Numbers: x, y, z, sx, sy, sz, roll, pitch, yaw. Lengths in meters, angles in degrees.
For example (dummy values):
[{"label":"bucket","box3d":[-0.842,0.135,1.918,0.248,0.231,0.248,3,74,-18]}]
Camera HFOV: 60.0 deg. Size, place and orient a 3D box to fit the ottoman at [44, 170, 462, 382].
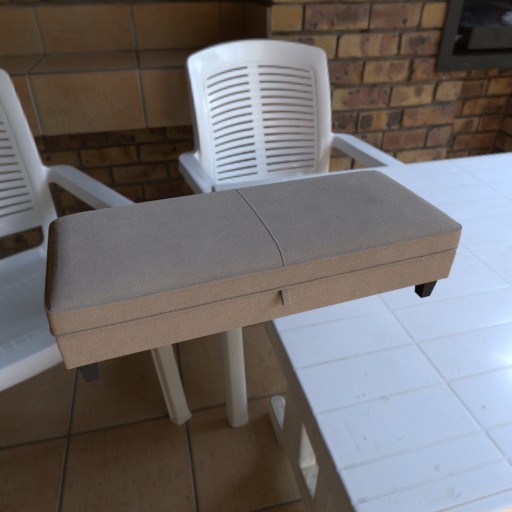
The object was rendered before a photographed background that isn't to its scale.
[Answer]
[{"label":"ottoman","box3d":[0.000,0.000,2.038,1.726,0.460,0.735,-11,35,-16]}]
